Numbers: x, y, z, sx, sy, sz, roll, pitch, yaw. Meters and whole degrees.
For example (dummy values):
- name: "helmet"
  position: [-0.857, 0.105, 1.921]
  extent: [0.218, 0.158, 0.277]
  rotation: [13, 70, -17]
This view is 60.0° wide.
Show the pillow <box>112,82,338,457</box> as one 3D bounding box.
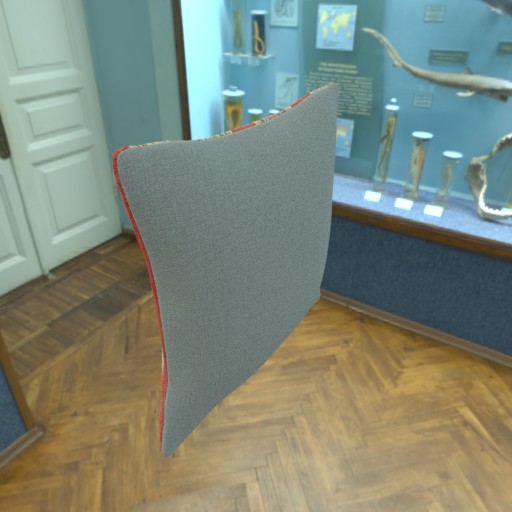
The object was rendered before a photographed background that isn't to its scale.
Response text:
- name: "pillow"
  position: [0.000, 0.000, 0.637]
  extent: [0.136, 0.419, 0.437]
  rotation: [20, 36, 29]
